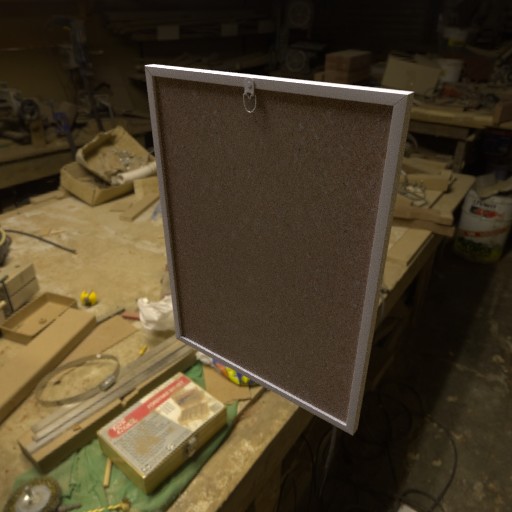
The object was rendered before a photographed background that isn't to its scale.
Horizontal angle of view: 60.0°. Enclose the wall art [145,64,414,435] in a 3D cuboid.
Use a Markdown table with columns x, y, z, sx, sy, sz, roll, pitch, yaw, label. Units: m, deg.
| x | y | z | sx | sy | sz | roll | pitch | yaw | label |
| --- | --- | --- | --- | --- | --- | --- | --- | --- | --- |
| 0.000 | 0.000 | 1.394 | 0.805 | 1.056 | 0.042 | 20 | 35 | 31 | wall art |
